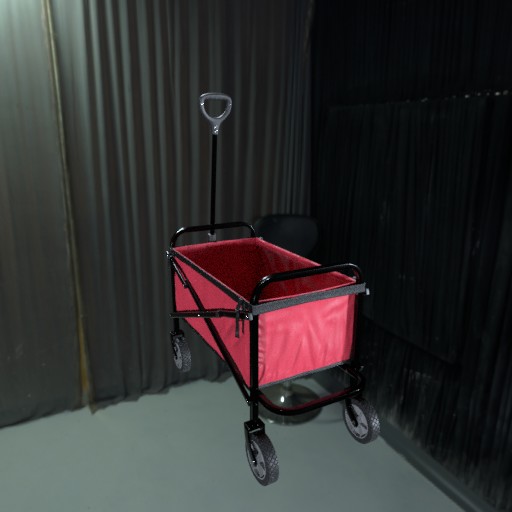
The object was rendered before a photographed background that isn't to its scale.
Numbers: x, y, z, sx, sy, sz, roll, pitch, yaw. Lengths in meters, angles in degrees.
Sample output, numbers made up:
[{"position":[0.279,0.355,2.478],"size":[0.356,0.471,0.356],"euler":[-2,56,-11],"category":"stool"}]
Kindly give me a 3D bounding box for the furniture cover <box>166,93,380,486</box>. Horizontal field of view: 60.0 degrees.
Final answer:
[{"position":[0.000,0.000,1.795],"size":[0.532,1.295,1.038],"euler":[-8,18,-27],"category":"furniture cover"}]
